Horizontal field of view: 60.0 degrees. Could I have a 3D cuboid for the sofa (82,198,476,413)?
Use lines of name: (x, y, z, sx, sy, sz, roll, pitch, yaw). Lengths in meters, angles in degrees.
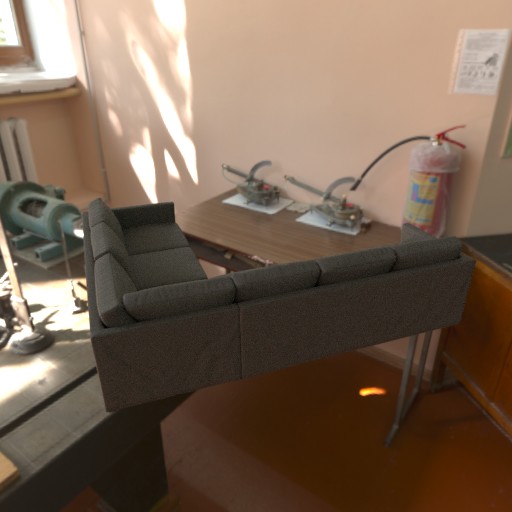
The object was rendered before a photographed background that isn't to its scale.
sofa: (0.000, 0.000, 4.451, 3.182, 0.871, 2.432, -10, 28, -18)
